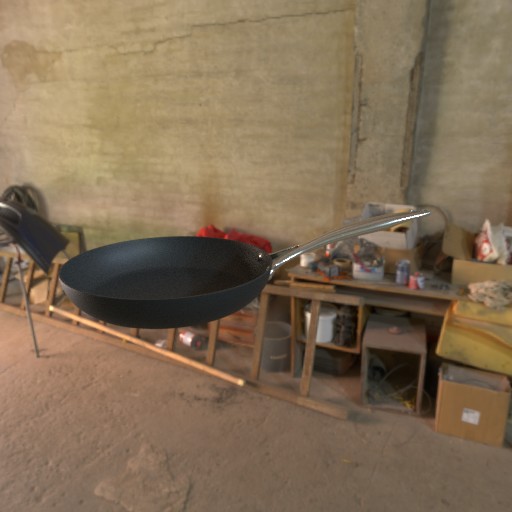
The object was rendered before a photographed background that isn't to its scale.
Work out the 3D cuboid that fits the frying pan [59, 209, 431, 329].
[{"bbox_3d":[0.000,0.000,0.568,0.472,0.105,0.255,-3,17,-9],"label":"frying pan"}]
